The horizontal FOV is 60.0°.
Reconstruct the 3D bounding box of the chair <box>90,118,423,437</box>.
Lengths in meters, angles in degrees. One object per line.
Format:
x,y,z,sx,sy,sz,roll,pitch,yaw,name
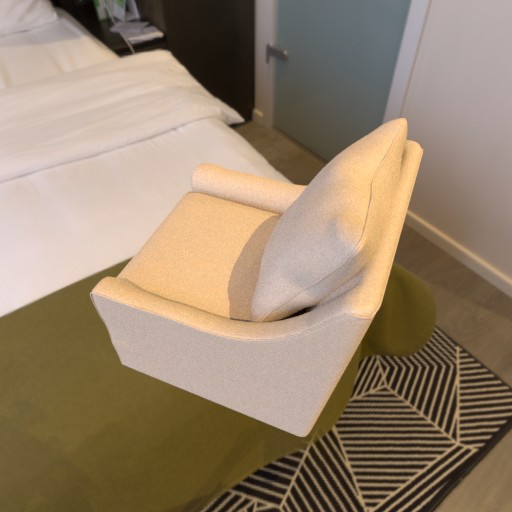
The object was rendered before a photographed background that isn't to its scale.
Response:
0.000,0.000,1.566,0.876,0.942,0.760,17,50,15,chair
